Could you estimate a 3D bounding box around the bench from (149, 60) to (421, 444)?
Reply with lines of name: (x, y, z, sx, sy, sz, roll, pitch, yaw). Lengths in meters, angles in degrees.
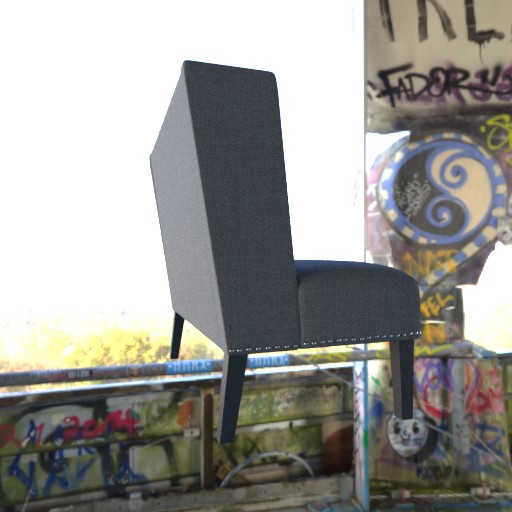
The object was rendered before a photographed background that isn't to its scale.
bench: (0.000, 0.000, 1.983, 0.842, 1.121, 1.276, 0, 0, -18)
